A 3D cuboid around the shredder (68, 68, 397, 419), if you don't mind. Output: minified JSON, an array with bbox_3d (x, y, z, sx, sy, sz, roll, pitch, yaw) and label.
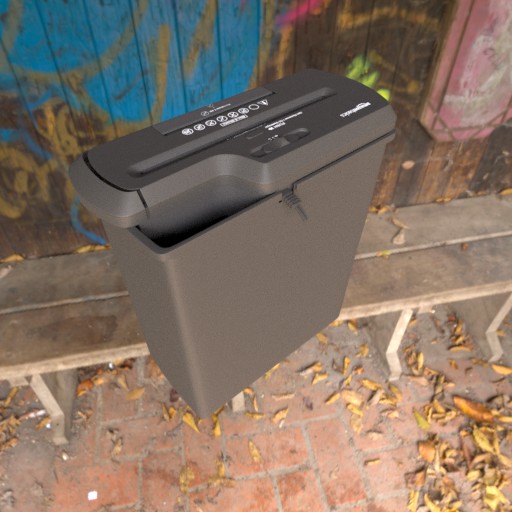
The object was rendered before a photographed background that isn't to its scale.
[{"bbox_3d":[0.000,0.000,0.518,0.320,0.335,0.170,-31,52,-27],"label":"shredder"}]
